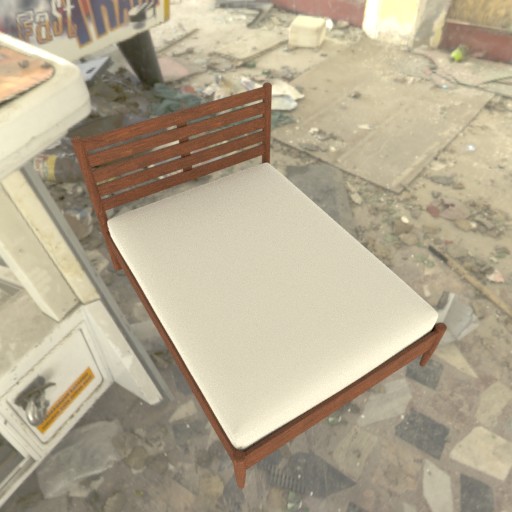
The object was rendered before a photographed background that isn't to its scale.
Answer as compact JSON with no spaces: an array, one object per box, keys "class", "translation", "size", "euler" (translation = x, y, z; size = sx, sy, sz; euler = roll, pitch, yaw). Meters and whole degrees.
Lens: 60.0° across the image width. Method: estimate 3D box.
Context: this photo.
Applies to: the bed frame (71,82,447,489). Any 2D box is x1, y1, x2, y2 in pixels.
[{"class":"bed frame","translation":[0.000,0.000,3.198],"size":[1.655,1.321,2.234],"euler":[-24,51,-22]}]
